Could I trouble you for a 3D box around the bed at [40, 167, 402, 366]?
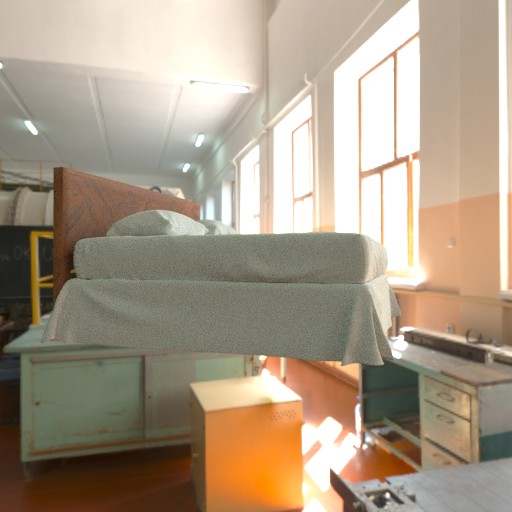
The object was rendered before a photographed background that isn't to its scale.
[{"bbox_3d":[0.000,0.000,3.519,2.165,1.158,2.255,0,0,19],"label":"bed"}]
